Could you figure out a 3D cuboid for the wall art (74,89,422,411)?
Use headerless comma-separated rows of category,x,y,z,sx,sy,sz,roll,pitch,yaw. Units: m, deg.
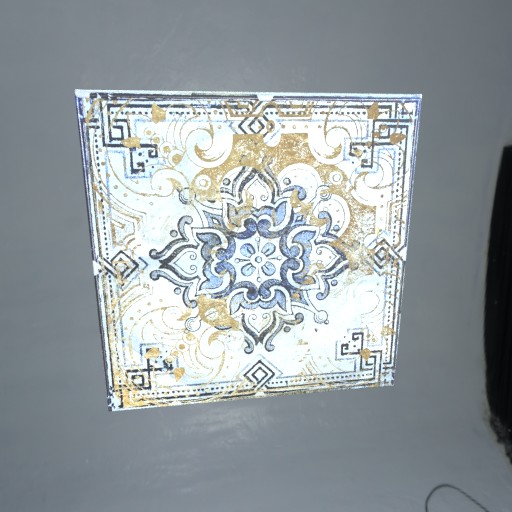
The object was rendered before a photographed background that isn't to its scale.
wall art,0.000,0.000,0.593,0.411,0.410,0.038,-2,16,-9
